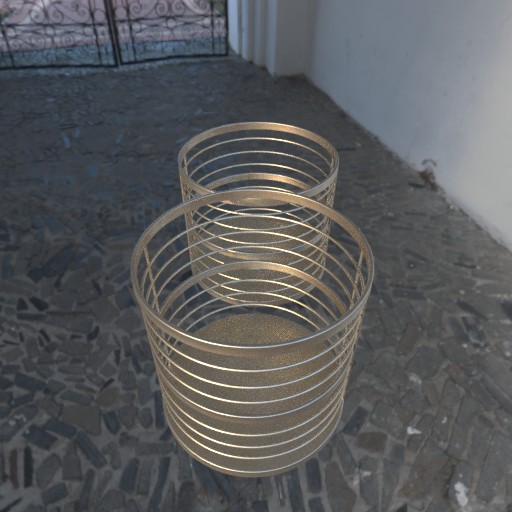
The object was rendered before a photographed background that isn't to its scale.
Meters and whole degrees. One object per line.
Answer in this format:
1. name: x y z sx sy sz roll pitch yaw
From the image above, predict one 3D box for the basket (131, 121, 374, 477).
1. basket: 0.000 0.000 0.921 0.356 0.351 0.746 1 40 1
